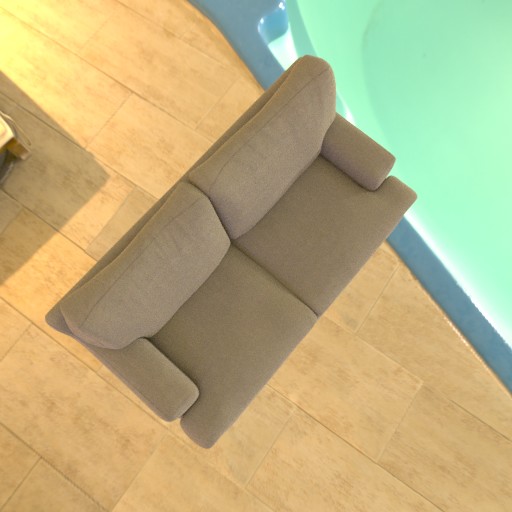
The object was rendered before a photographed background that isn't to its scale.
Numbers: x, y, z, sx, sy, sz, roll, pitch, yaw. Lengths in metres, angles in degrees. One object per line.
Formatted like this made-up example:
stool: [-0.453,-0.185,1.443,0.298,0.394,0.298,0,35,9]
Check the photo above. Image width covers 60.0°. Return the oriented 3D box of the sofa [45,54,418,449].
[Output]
sofa: [0.000,0.000,2.370,0.962,0.980,1.855,40,79,10]
